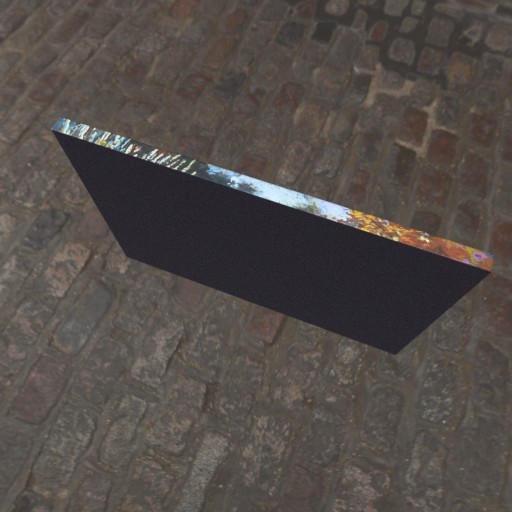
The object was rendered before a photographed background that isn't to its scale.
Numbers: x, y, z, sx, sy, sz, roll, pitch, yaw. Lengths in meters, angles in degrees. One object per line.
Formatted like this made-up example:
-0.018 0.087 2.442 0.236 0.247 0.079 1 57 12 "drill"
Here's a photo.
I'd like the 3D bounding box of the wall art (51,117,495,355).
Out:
0.000 0.000 1.135 0.908 0.604 0.037 19 65 9 "wall art"
